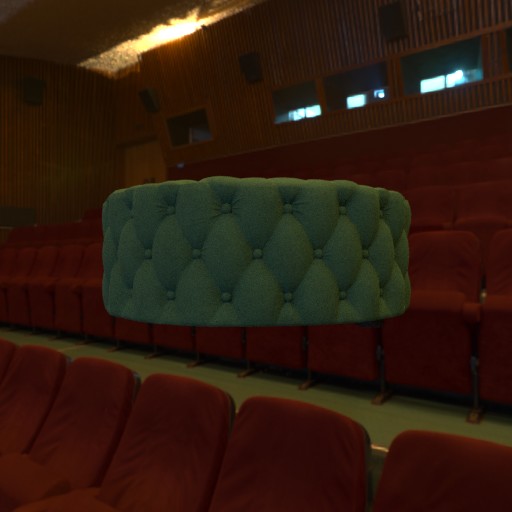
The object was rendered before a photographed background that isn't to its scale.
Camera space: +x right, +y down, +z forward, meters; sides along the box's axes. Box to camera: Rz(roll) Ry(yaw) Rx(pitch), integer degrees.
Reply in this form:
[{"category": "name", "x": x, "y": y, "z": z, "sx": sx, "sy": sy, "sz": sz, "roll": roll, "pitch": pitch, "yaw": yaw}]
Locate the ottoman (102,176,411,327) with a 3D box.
[{"category": "ottoman", "x": 0.000, "y": 0.000, "z": 1.505, "sx": 0.998, "sy": 0.399, "sz": 0.998, "roll": 0, "pitch": 0, "yaw": 0}]
